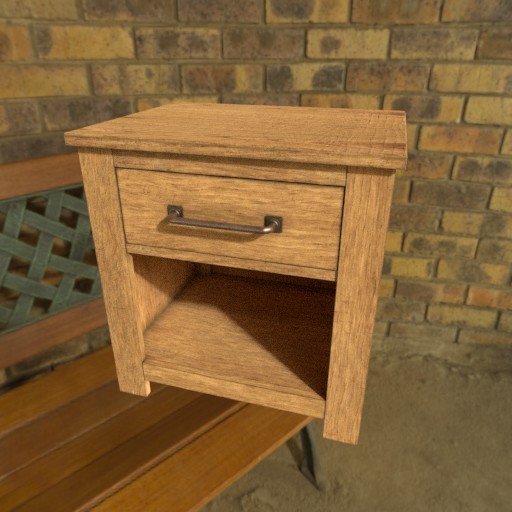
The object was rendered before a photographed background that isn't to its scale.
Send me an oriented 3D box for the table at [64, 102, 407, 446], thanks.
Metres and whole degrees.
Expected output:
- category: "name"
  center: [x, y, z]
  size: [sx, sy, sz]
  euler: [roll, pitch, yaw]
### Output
- category: "table"
  center: [0.000, 0.000, 1.061]
  size: [0.601, 0.625, 0.494]
  euler: [7, 27, 15]
